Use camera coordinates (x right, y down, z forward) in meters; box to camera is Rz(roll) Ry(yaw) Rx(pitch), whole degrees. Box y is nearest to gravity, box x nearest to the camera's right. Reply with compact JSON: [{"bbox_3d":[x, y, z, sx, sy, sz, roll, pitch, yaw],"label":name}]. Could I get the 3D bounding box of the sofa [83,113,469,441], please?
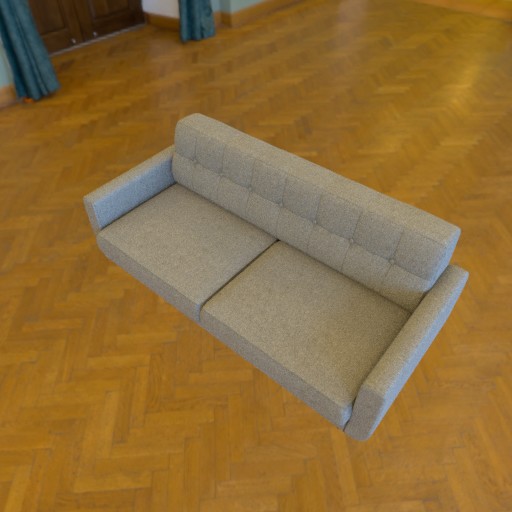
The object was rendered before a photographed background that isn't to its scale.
[{"bbox_3d":[0.000,0.000,2.576,2.055,0.873,0.968,31,53,27],"label":"sofa"}]
